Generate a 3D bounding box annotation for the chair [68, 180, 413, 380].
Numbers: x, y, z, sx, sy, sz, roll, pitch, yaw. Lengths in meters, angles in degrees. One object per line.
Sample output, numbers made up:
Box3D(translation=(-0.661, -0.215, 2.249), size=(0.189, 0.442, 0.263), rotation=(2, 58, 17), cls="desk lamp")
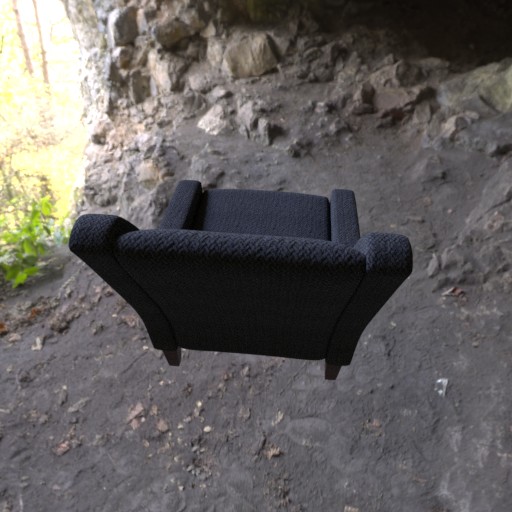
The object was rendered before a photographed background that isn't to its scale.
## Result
Box3D(translation=(0.000, 0.000, 1.652), size=(0.793, 1.012, 0.944), rotation=(4, 46, 4), cls="chair")
